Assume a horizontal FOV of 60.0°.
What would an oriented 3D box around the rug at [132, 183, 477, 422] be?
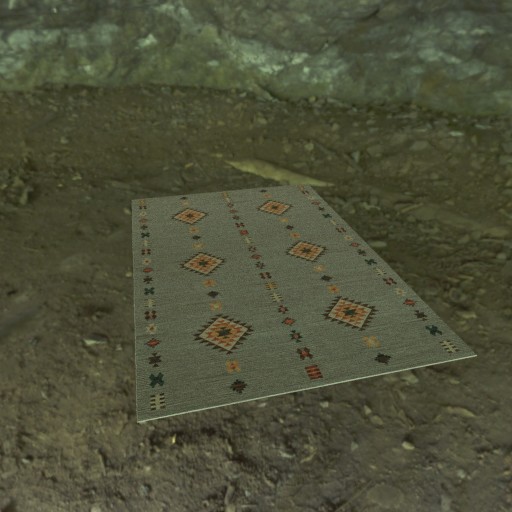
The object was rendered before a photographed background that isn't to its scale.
[{"bbox_3d":[0.000,0.000,2.262,1.217,0.005,1.818,-7,31,-12],"label":"rug"}]
